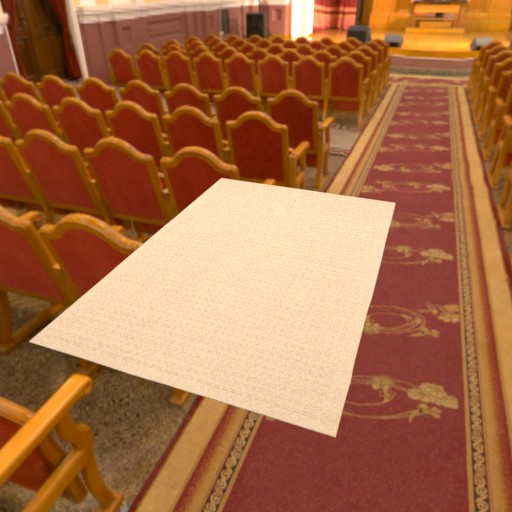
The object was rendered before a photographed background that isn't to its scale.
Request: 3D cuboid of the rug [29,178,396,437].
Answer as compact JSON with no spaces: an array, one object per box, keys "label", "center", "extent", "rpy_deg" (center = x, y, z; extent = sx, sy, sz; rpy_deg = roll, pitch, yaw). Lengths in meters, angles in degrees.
[{"label":"rug","center":[0.000,0.000,2.850],"extent":[1.523,0.006,2.289],"rpy_deg":[11,33,17]}]
